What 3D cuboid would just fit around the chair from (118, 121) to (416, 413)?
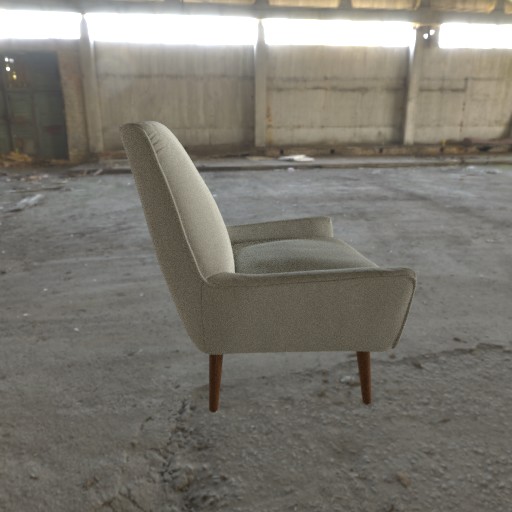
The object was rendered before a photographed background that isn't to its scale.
[{"bbox_3d":[0.000,0.000,1.524,0.822,0.888,0.787,-3,17,-9],"label":"chair"}]
